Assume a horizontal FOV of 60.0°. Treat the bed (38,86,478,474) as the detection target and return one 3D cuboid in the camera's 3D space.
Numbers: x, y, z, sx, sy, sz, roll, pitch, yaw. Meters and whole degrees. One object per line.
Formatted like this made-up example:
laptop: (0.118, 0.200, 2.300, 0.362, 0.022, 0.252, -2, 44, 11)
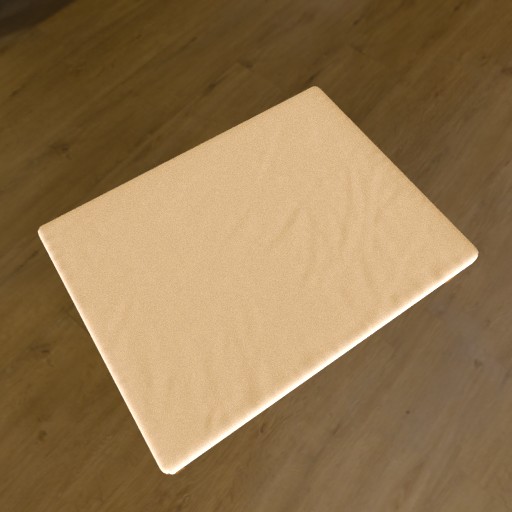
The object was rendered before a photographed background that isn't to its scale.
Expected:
bed: (0.000, 0.000, 2.678, 2.016, 0.431, 1.536, -31, 69, -14)
